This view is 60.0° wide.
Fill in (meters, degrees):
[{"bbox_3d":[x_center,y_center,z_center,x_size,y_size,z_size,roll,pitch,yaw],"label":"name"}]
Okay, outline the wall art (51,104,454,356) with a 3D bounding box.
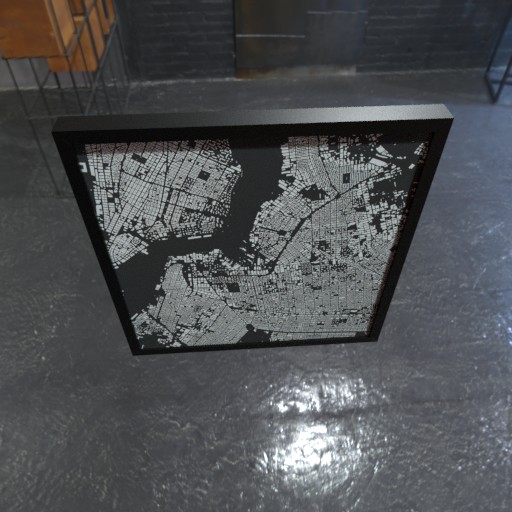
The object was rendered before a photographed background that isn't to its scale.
[{"bbox_3d":[0.000,0.000,0.748,0.506,0.506,0.038,-3,45,-3],"label":"wall art"}]
